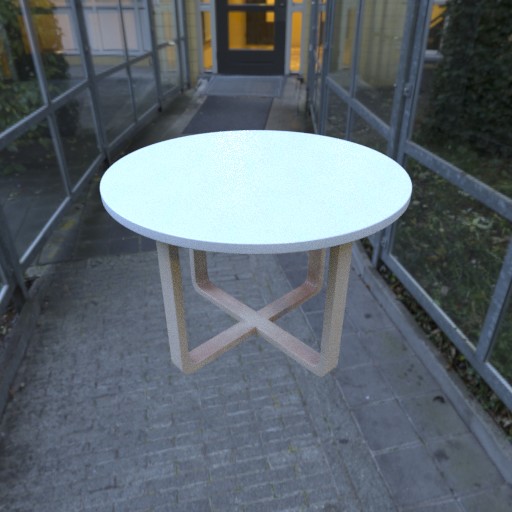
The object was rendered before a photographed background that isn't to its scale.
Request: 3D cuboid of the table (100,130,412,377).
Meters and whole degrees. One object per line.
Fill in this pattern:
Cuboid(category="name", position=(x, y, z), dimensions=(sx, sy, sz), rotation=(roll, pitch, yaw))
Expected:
Cuboid(category="table", position=(0.000, 0.000, 0.991), dimensions=(0.600, 0.400, 0.600), rotation=(0, 31, 0))
